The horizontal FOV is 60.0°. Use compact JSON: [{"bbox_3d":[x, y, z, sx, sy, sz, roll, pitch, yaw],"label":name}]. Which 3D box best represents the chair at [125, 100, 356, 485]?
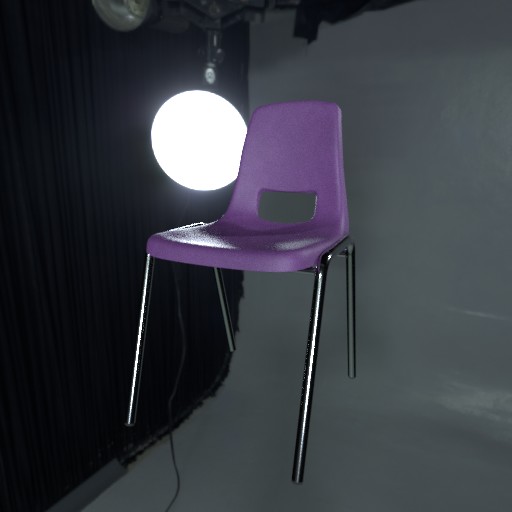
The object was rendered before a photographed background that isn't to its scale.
[{"bbox_3d":[0.000,0.000,0.921,0.381,0.654,0.432,6,14,26],"label":"chair"}]
